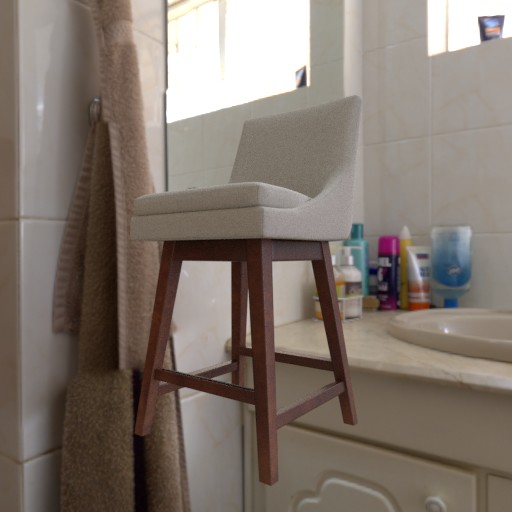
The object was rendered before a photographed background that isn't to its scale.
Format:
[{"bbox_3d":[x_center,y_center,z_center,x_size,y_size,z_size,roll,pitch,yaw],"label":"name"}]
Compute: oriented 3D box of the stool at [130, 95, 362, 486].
[{"bbox_3d":[0.000,0.000,1.300,0.469,0.991,0.559,0,0,37],"label":"stool"}]
